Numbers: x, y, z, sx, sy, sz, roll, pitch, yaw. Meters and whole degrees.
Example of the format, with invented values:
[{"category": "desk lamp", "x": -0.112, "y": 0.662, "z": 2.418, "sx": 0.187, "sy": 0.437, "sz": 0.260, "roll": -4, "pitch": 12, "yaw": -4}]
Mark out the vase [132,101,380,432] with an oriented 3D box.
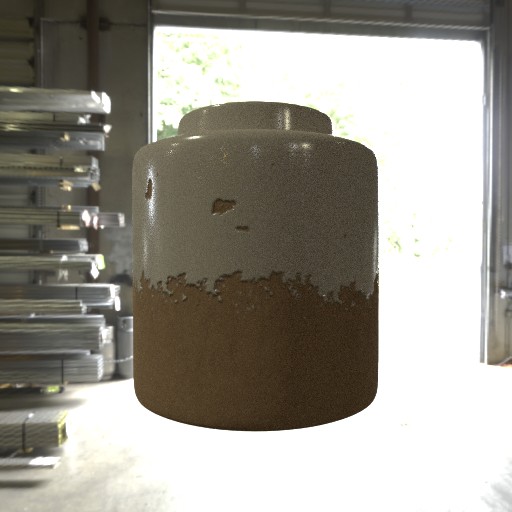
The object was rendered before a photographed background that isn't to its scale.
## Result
[{"category": "vase", "x": 0.000, "y": 0.000, "z": 0.285, "sx": 0.153, "sy": 0.167, "sz": 0.153, "roll": 0, "pitch": 1, "yaw": 0}]
